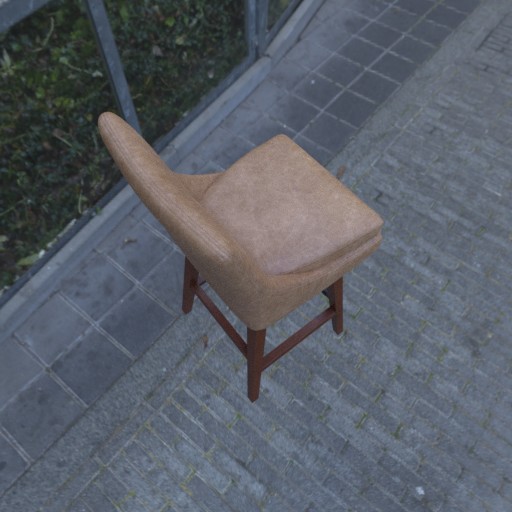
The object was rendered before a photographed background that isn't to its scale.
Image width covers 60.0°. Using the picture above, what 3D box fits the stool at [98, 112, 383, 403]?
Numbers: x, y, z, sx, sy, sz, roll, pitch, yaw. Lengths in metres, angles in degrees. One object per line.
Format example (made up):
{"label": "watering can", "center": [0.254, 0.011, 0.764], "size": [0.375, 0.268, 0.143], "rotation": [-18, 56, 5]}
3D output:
{"label": "stool", "center": [0.000, 0.000, 1.379], "size": [0.572, 1.079, 0.487], "rotation": [-34, 64, -19]}
